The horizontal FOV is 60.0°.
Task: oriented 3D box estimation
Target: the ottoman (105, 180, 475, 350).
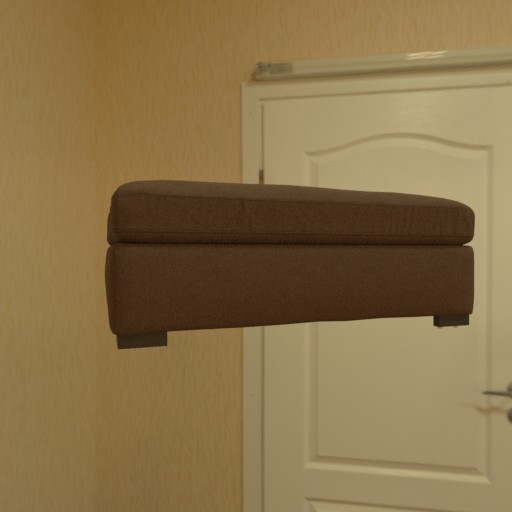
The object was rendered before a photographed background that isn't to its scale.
[{"bbox_3d":[0.000,0.000,1.832,1.181,0.470,1.181,0,1,-19],"label":"ottoman"}]
